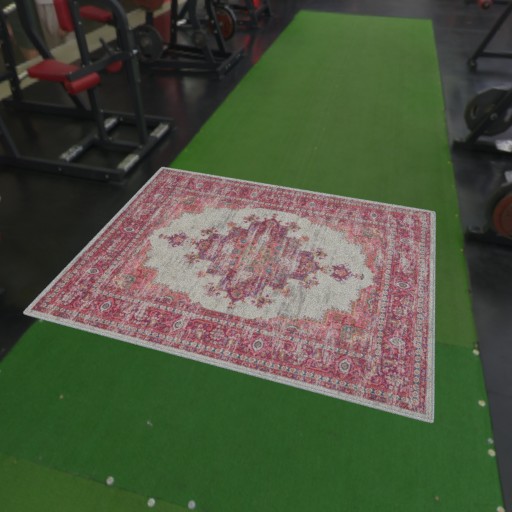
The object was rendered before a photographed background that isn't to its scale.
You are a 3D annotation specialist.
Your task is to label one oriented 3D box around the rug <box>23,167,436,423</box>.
[{"bbox_3d":[0.000,0.000,4.044,3.123,0.017,2.447,11,42,13],"label":"rug"}]
